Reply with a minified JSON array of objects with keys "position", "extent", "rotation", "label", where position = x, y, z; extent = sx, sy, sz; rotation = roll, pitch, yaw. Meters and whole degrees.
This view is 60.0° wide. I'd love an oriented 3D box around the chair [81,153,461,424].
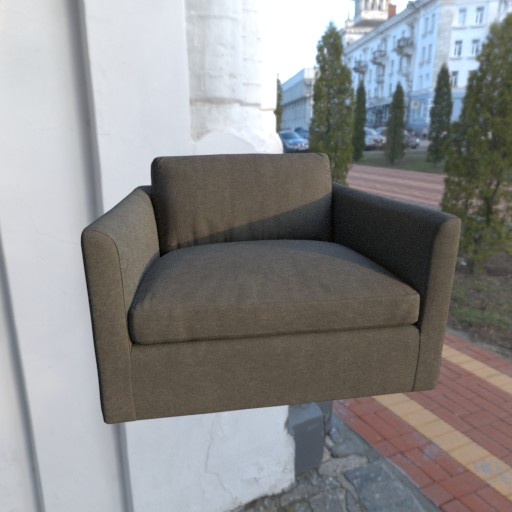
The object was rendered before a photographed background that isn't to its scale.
[{"position":[0.000,0.000,1.900],"extent":[1.190,0.845,1.091],"rotation":[-3,16,-9],"label":"chair"}]
